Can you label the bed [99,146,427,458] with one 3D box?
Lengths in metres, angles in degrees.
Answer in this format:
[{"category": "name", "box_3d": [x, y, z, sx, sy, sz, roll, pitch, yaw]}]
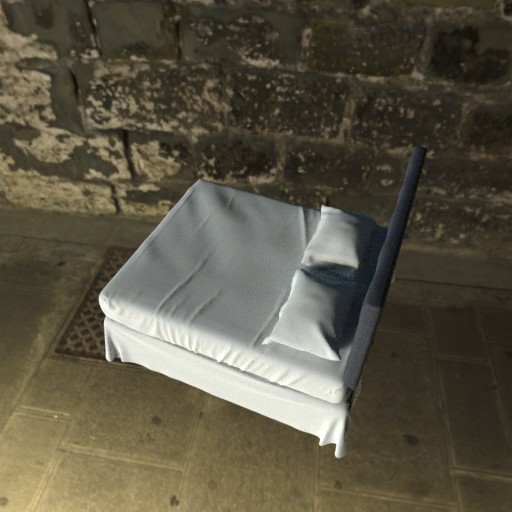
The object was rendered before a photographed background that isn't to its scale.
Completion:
[{"category": "bed", "box_3d": [0.000, 0.000, 3.565, 2.222, 1.577, 1.936, 17, 48, 16]}]
